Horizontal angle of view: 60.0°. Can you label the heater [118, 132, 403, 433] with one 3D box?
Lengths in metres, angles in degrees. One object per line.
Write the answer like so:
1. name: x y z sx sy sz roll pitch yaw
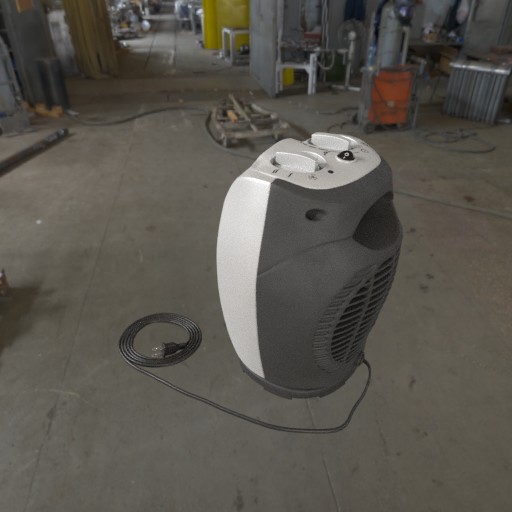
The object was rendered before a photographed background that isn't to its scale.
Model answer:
1. heater: 0.000 0.000 0.478 0.291 0.255 0.239 22 39 30
